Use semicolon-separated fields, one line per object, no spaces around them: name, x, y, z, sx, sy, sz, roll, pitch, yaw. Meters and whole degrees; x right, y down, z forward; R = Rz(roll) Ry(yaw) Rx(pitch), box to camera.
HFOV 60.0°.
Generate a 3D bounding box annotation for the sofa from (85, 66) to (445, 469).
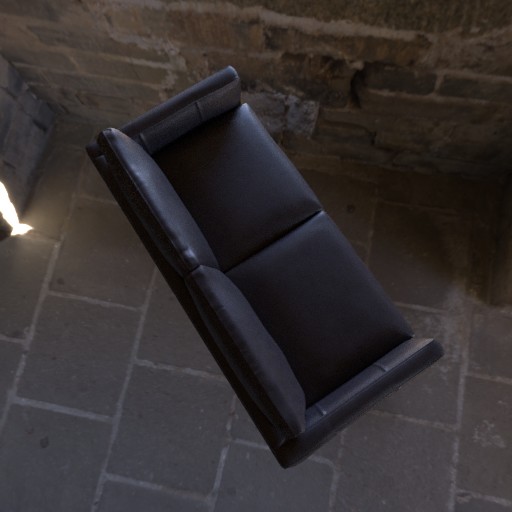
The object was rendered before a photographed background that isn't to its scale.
sofa;0.000;0.000;2.284;0.947;0.883;1.805;-35;79;-8
